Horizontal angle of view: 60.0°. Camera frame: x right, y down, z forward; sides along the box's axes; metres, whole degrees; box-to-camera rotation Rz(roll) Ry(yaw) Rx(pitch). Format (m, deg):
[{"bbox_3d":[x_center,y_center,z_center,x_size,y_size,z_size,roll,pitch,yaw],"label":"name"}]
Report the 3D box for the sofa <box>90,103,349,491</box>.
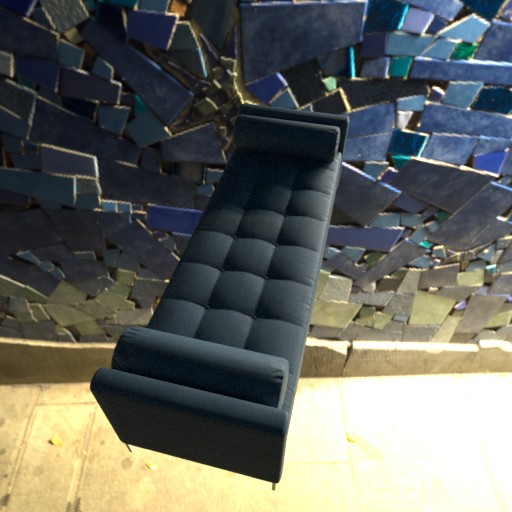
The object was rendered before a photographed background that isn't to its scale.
[{"bbox_3d":[0.000,0.000,2.303,0.686,0.635,1.981,10,48,9],"label":"sofa"}]
